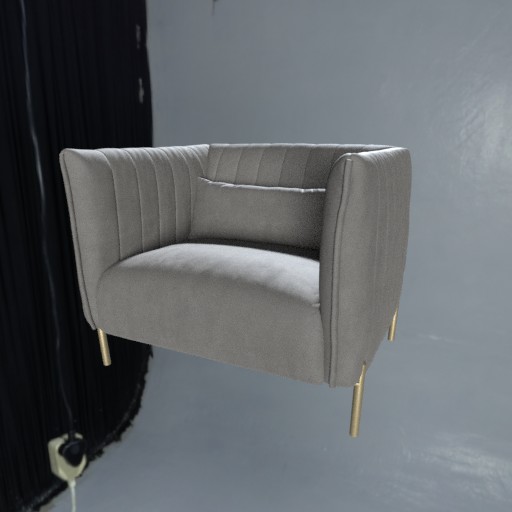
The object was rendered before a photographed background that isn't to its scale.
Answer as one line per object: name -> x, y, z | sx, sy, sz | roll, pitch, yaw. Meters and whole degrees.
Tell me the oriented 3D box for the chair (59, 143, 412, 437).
chair -> 0.000, 0.000, 1.600 | 0.981, 0.779, 0.873 | 7, 17, 25
